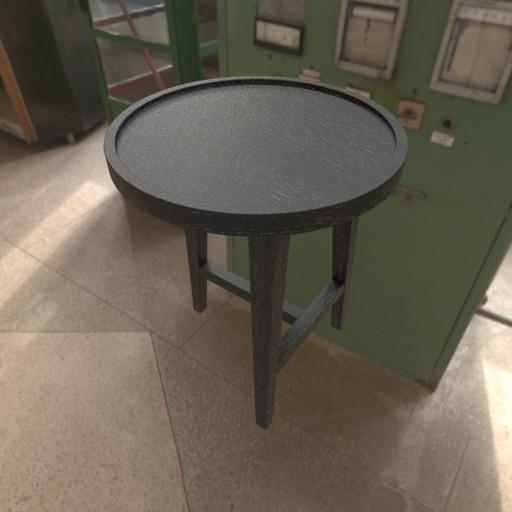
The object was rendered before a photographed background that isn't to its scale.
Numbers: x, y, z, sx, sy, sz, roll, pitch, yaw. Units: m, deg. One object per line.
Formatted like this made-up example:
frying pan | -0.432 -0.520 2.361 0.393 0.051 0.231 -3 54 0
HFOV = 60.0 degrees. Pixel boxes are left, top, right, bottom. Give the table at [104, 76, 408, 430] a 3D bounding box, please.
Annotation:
table | 0.000 0.000 0.750 0.399 0.460 0.399 0 41 0
